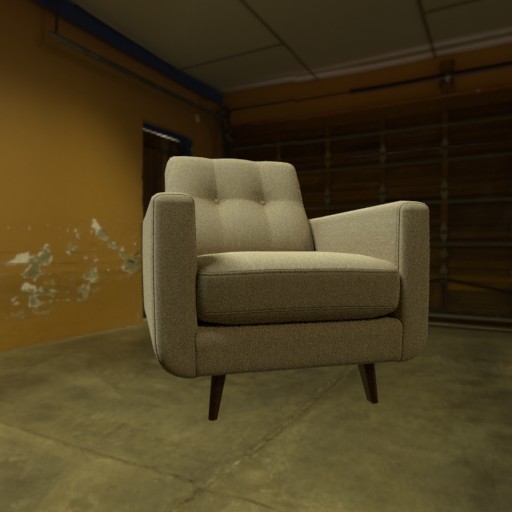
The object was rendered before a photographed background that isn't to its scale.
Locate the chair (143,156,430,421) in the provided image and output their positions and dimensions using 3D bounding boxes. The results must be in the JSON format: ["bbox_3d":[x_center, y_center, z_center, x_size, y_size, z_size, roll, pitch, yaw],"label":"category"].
[{"bbox_3d":[0.000,0.000,1.833,0.897,0.965,1.128,0,0,-16],"label":"chair"}]
